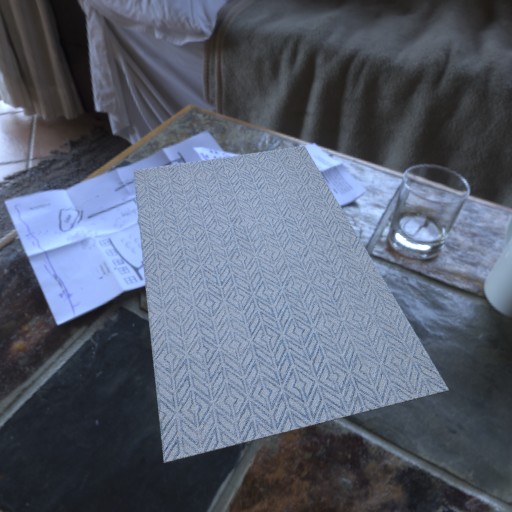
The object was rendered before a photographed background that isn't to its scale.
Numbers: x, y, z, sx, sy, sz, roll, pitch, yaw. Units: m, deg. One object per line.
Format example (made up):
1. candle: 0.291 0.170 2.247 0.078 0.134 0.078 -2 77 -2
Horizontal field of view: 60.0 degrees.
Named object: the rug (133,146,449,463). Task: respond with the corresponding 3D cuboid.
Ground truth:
1. rug: 0.000 0.000 3.069 1.526 0.008 2.441 -10 47 -10
